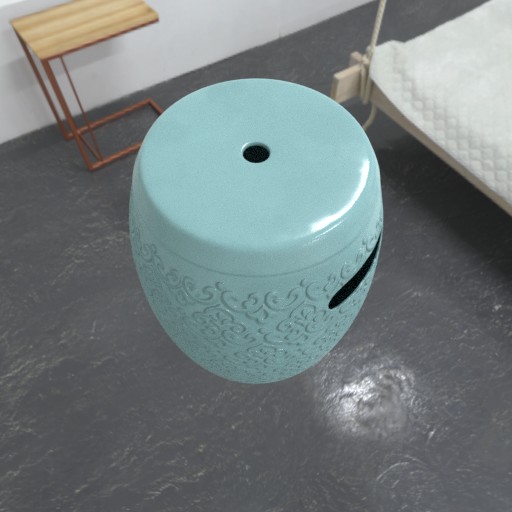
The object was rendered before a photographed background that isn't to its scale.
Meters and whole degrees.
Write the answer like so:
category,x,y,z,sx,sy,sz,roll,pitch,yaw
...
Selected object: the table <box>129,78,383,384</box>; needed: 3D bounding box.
category,x,y,z,sx,sy,sz,roll,pitch,yaw
table,0.000,0.000,0.605,0.309,0.397,0.309,0,59,0
